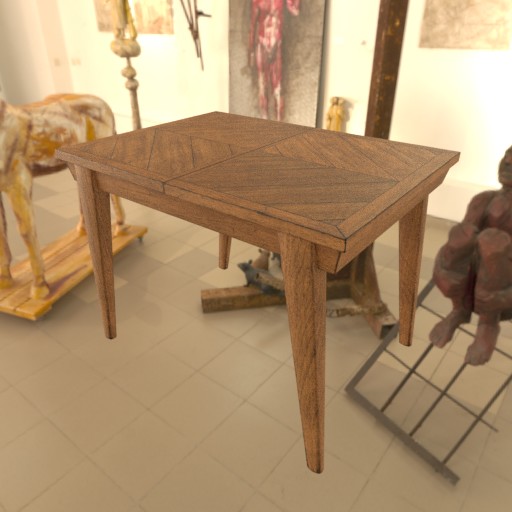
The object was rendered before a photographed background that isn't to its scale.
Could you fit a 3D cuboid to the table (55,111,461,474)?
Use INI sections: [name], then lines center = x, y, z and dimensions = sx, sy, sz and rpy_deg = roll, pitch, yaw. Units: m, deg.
[table]
center = 0.000, 0.000, 1.578
dimensions = 1.027, 0.760, 0.757
rpy_deg = 21, 35, 32
